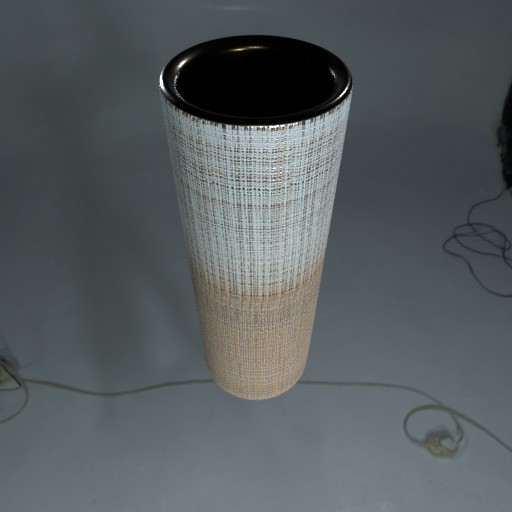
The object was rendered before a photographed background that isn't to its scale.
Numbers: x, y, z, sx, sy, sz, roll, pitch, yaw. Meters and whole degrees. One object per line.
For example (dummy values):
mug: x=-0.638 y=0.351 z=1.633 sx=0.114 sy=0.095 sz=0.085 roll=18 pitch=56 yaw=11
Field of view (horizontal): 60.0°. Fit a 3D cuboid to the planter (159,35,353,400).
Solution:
planter: x=0.000 y=0.000 z=0.328 sx=0.099 sy=0.278 sz=0.099 roll=-3 pitch=47 yaw=-3
